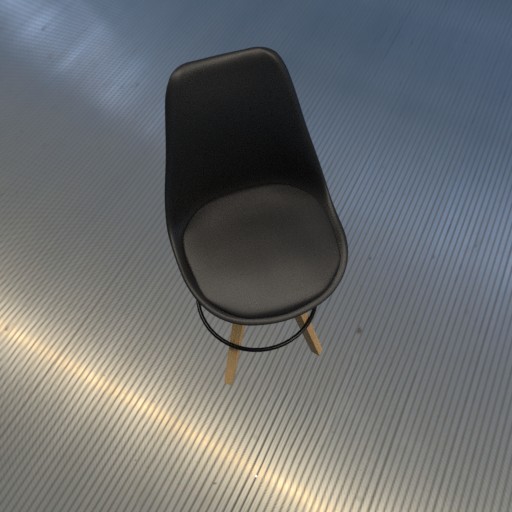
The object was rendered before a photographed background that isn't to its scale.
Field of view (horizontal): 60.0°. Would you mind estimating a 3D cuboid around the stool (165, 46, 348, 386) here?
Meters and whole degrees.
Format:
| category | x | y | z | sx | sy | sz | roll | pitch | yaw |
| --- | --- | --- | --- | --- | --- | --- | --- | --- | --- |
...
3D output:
| category | x | y | z | sx | sy | sz | roll | pitch | yaw |
| --- | --- | --- | --- | --- | --- | --- | --- | --- | --- |
| stool | 0.000 | 0.000 | 1.419 | 0.485 | 1.115 | 0.550 | -16 | 65 | -8 |
